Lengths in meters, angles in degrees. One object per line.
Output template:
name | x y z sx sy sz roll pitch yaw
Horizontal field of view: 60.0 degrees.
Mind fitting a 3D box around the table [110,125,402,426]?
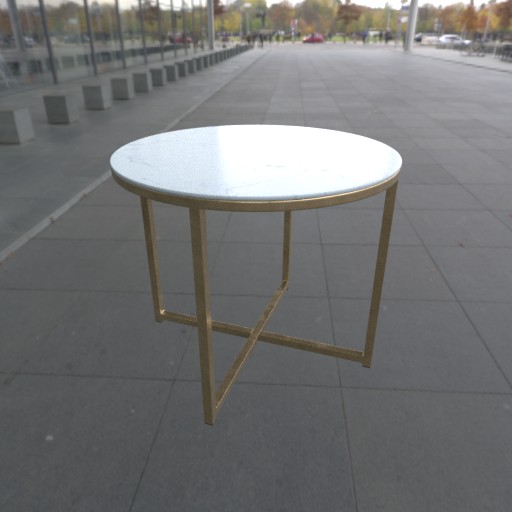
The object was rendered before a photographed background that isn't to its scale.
table | 0.000 0.000 0.884 0.500 0.420 0.500 0 27 0
